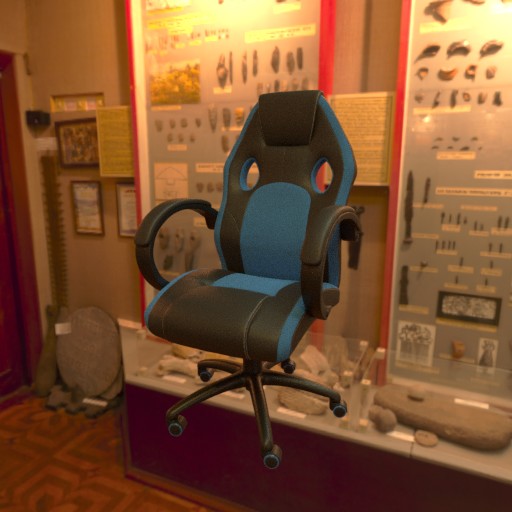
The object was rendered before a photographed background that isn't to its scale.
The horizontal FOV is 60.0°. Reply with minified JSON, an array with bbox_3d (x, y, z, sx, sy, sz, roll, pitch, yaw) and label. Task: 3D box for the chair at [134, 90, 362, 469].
[{"bbox_3d":[0.000,0.000,1.579,0.673,1.187,0.724,6,14,26],"label":"chair"}]
